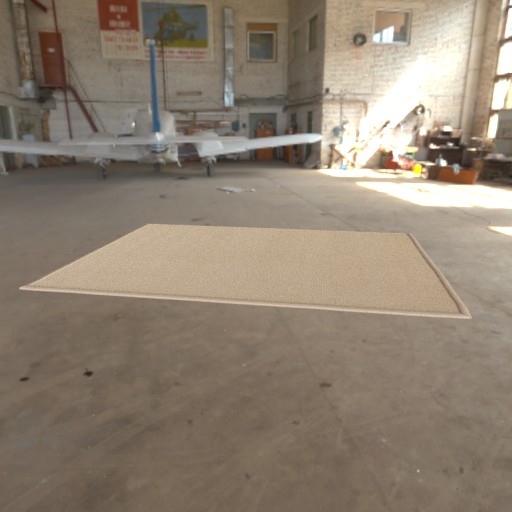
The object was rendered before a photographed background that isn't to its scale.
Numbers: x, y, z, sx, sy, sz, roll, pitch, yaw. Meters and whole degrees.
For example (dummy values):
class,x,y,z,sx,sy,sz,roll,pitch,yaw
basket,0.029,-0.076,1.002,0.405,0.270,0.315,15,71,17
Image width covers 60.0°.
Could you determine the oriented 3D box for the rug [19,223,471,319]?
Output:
class,x,y,z,sx,sy,sz,roll,pitch,yaw
rug,0.000,0.000,2.702,2.081,0.020,1.525,3,16,9
